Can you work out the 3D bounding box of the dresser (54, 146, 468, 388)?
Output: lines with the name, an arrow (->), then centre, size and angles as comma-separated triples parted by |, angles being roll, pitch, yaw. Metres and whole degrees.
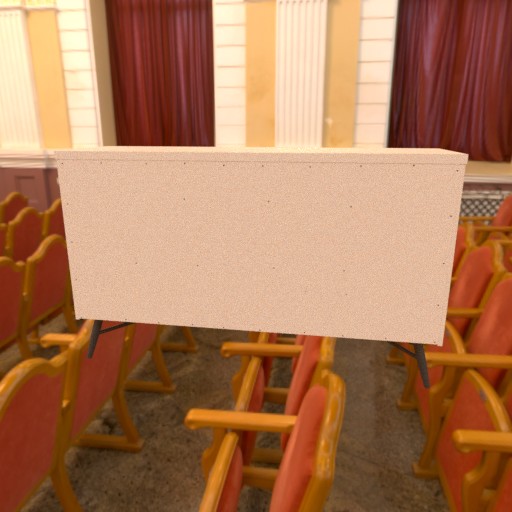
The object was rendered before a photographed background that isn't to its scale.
dresser -> 0.000, 0.000, 1.953 | 1.524, 0.914, 0.457 | 3, 16, 9
